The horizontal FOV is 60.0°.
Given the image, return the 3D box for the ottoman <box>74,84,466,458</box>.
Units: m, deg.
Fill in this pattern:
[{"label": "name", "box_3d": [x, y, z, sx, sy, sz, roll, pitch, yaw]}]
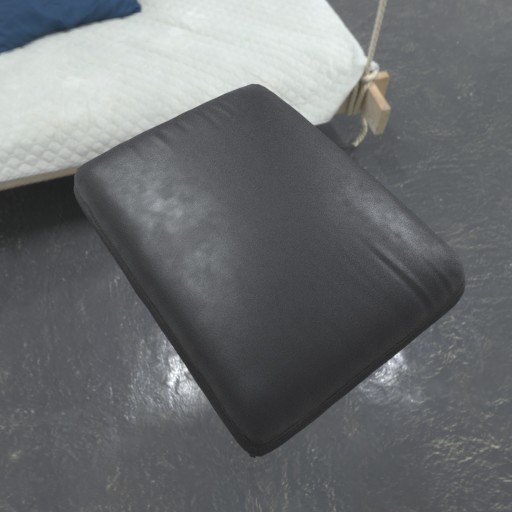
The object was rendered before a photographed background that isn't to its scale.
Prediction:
[{"label": "ottoman", "box_3d": [0.000, 0.000, 1.071, 0.570, 0.402, 0.764, -32, 64, -18]}]
